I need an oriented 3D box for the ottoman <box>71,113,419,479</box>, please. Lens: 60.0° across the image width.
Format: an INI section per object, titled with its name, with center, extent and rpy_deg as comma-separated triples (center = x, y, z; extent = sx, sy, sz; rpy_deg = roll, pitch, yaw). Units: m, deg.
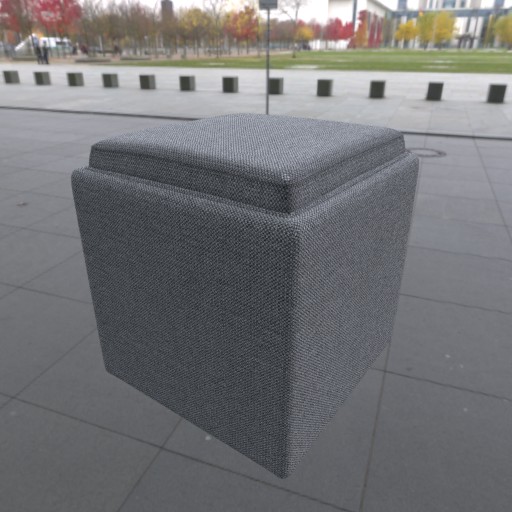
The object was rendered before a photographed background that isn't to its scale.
[ottoman]
center = 0.000, 0.000, 0.846
extent = 0.436, 0.487, 0.454
rpy_deg = 17, 30, 32
